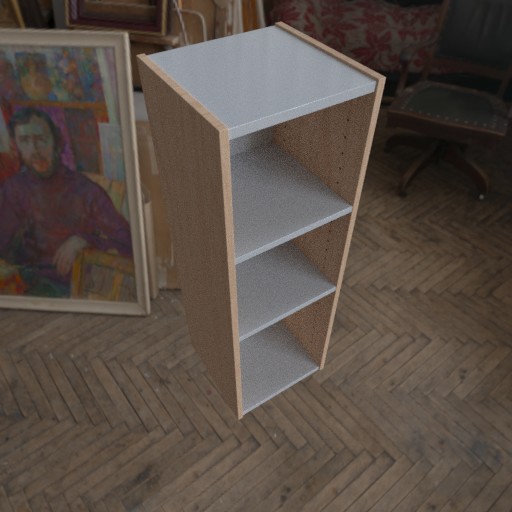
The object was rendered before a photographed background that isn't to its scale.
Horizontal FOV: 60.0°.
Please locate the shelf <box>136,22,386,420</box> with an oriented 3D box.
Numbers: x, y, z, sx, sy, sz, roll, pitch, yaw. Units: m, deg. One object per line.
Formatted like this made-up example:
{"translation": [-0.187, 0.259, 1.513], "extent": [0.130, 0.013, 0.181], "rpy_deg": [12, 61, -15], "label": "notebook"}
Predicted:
{"translation": [0.000, 0.000, 1.050], "extent": [0.300, 0.900, 0.290], "rpy_deg": [-25, 51, -22], "label": "shelf"}
